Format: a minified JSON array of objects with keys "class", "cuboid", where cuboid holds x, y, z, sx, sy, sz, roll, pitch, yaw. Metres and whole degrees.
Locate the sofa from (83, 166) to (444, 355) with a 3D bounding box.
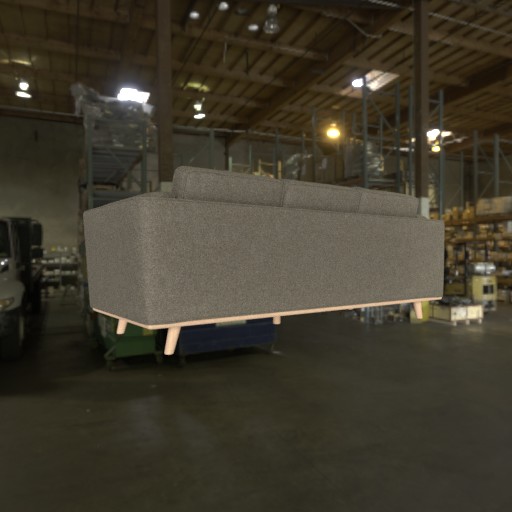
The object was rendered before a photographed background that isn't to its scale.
[{"class":"sofa","cuboid":[0.000,0.000,3.253,2.411,0.929,1.604,0,0,-36]}]
